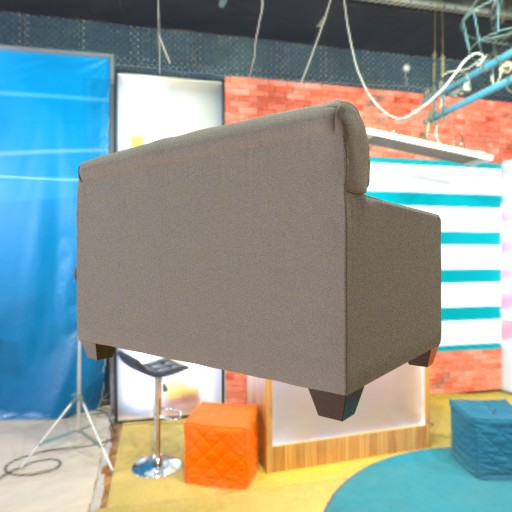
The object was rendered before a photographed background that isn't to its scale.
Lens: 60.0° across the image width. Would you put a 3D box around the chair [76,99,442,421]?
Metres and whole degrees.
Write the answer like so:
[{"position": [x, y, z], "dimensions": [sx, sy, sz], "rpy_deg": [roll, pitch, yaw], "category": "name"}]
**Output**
[{"position": [0.000, 0.000, 2.016], "dimensions": [1.383, 0.948, 1.000], "rpy_deg": [0, 0, 38], "category": "chair"}]
